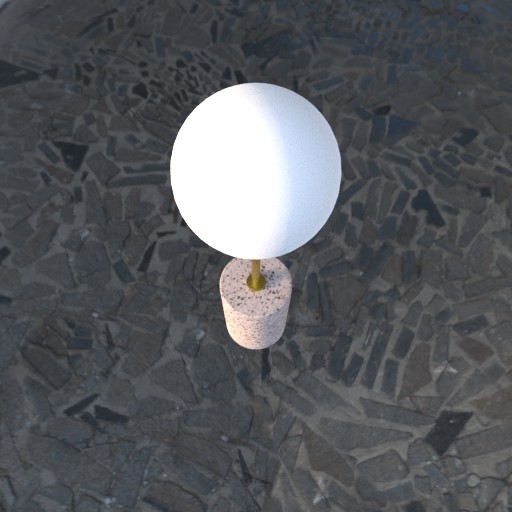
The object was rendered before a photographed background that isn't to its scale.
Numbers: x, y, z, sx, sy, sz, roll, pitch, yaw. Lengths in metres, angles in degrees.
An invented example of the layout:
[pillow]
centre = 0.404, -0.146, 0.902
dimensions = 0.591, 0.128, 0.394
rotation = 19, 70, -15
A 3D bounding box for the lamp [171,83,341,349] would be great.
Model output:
[lamp]
centre = 0.000, 0.000, 0.549
dimensions = 0.153, 0.480, 0.153
rotation = 0, 63, 0
